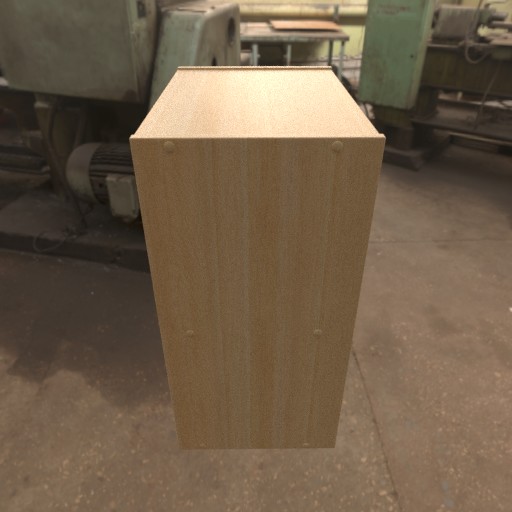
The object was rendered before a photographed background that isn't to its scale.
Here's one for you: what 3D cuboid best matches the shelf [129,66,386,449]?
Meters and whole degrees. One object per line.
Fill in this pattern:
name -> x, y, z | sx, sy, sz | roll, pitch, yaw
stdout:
shelf -> 0.000, 0.000, 0.834 | 0.290, 0.592, 0.414 | 0, 34, -1
